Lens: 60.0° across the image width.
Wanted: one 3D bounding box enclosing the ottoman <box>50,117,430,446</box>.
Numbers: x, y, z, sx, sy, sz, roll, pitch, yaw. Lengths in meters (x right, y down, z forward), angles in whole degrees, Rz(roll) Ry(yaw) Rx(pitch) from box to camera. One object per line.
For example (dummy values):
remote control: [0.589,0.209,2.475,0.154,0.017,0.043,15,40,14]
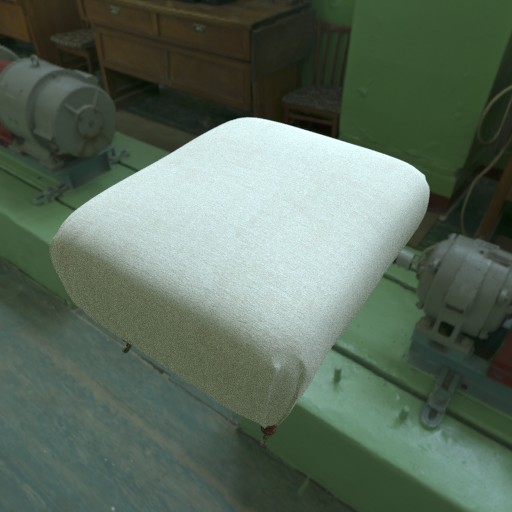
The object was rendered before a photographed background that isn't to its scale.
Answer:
ottoman: [0.000,0.000,1.110,0.622,0.450,0.747,25,47,25]
